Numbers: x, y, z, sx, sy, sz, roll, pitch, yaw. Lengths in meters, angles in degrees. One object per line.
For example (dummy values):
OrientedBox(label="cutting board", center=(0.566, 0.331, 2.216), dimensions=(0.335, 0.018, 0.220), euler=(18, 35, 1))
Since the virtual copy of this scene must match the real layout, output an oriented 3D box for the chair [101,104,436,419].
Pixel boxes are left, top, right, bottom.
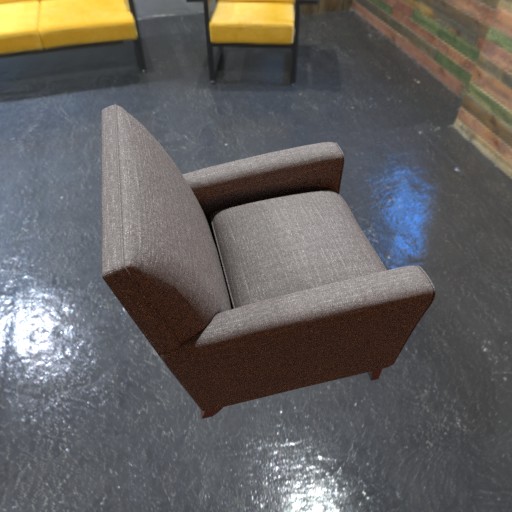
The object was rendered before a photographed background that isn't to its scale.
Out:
OrientedBox(label="chair", center=(0.000, 0.000, 1.593), dimensions=(0.875, 0.885, 0.838), euler=(-10, 47, -9))
